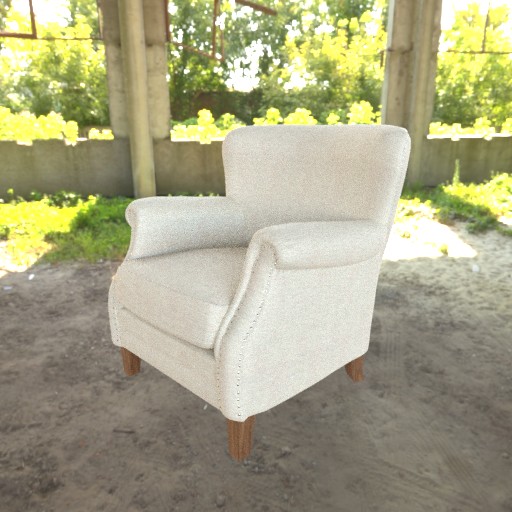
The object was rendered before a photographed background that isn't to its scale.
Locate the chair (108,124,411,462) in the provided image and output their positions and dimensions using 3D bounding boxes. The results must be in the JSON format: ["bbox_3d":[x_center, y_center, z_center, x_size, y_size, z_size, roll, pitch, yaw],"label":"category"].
[{"bbox_3d":[0.000,0.000,1.639,0.861,0.936,0.921,15,22,43],"label":"chair"}]
